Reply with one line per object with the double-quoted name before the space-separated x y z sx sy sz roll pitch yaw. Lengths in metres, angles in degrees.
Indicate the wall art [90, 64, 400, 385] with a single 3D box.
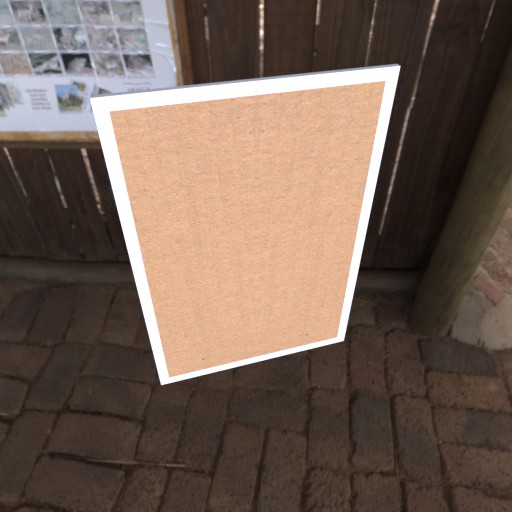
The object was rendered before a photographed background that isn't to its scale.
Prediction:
"wall art" 0.000 0.000 1.232 0.660 0.965 0.015 -11 42 -12
